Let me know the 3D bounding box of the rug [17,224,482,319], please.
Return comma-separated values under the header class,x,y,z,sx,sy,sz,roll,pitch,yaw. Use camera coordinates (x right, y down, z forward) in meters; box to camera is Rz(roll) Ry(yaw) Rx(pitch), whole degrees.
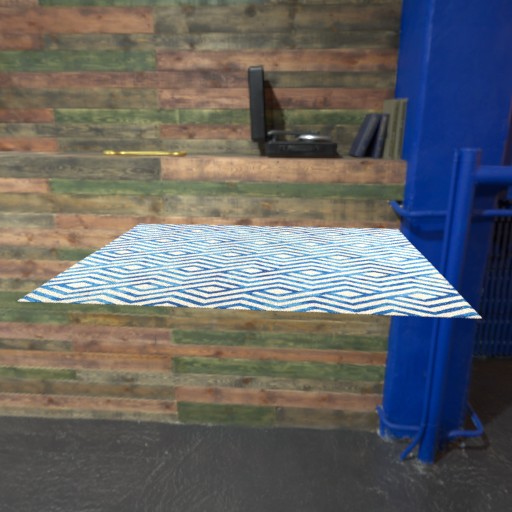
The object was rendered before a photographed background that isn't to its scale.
class,x,y,z,sx,sy,sz,roll,pitch,yaw
rug,0.000,0.000,4.069,3.059,0.008,2.453,1,17,5
